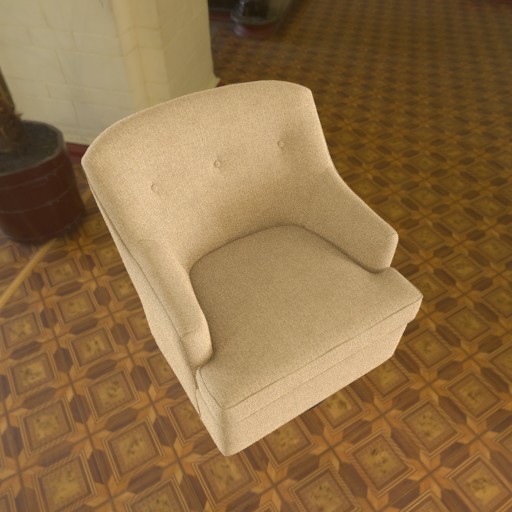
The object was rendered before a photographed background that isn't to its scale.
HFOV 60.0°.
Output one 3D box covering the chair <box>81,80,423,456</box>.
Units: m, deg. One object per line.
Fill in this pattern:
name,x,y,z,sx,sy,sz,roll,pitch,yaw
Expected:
chair,0.000,0.000,1.582,0.864,0.856,0.923,-24,51,-21
